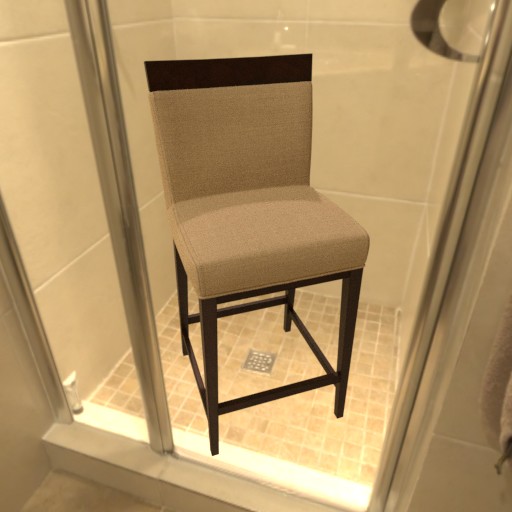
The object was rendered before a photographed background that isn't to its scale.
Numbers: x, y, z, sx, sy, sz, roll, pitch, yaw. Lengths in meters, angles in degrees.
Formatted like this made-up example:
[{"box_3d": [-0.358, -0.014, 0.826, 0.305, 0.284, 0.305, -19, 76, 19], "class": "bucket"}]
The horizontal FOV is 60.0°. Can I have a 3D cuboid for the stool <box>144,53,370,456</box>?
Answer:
[{"box_3d": [0.000, 0.000, 1.412, 0.511, 1.117, 0.531, -10, 33, -16], "class": "stool"}]
